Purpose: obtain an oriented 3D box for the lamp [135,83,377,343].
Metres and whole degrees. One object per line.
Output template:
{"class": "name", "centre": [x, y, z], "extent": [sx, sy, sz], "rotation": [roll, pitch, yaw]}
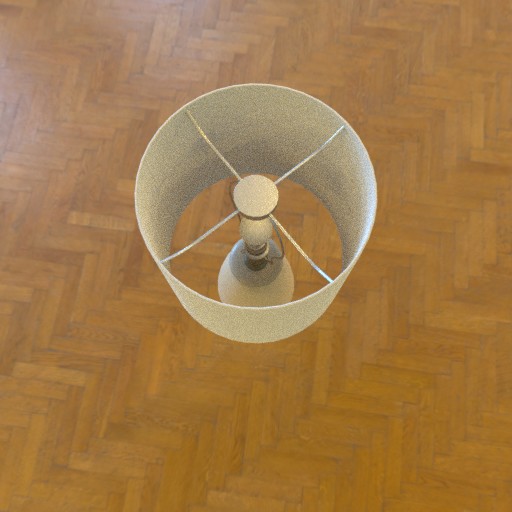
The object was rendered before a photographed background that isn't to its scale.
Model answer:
{"class": "lamp", "centre": [0.000, 0.000, 0.478], "extent": [0.186, 0.369, 0.186], "rotation": [0, 76, 0]}
